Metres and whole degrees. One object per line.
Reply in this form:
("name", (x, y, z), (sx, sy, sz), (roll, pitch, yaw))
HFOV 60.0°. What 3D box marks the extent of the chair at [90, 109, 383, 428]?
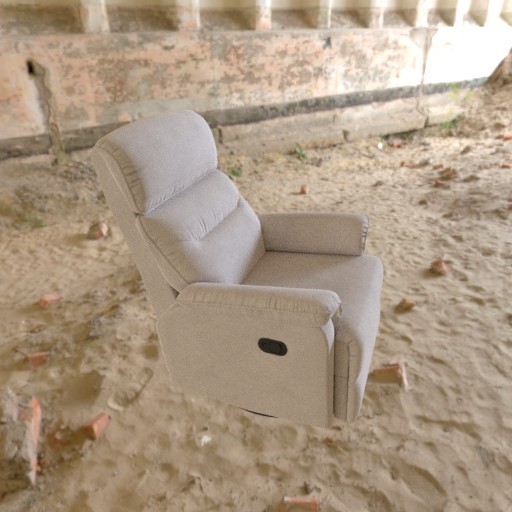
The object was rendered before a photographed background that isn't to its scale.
("chair", (0.000, 0.000, 1.779), (1.001, 1.039, 0.820), (10, 29, 18))
